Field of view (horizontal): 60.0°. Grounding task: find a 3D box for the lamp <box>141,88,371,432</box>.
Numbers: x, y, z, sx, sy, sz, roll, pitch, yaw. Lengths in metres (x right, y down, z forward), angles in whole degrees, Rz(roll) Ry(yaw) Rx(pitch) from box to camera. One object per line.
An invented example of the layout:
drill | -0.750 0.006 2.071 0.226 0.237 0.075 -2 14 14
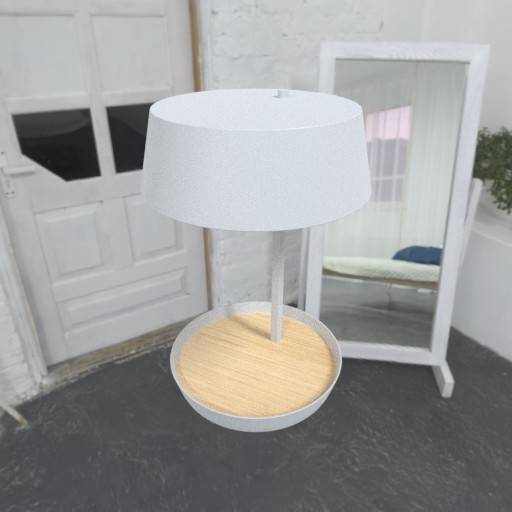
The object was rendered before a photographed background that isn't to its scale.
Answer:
lamp | 0.000 0.000 0.625 0.291 0.429 0.291 0 29 0
